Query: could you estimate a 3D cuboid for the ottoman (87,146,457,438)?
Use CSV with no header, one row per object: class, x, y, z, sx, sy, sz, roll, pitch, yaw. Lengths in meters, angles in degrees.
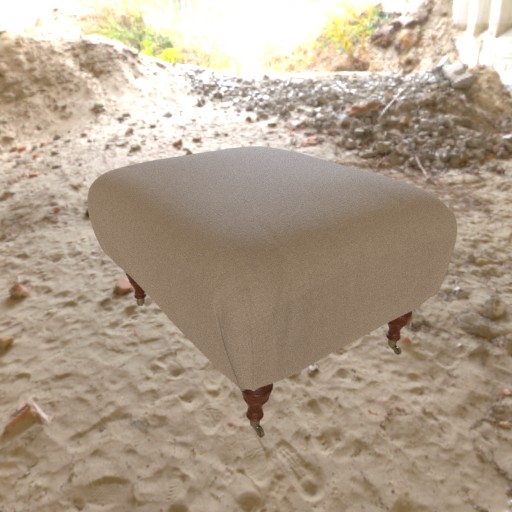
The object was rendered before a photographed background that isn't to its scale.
ottoman,0.000,0.000,1.117,0.622,0.450,0.746,-18,32,-32
